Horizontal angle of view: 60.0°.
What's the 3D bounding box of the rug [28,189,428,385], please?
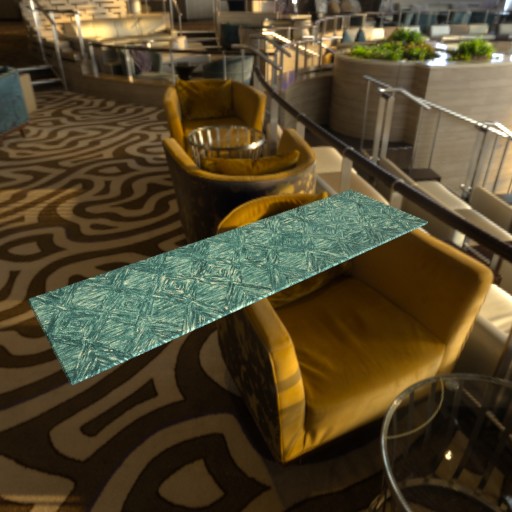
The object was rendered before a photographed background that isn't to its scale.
[{"bbox_3d":[0.000,0.000,2.522,2.286,0.016,0.676,-21,37,-31],"label":"rug"}]
